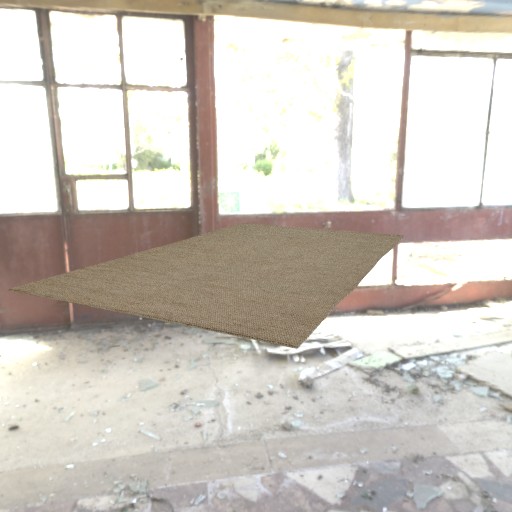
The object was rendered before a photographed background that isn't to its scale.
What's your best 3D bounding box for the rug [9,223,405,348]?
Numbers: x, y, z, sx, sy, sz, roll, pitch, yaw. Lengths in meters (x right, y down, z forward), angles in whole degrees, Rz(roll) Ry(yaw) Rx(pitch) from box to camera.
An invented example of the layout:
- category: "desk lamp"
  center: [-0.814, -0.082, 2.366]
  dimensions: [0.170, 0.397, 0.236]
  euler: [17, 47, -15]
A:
- category: "rug"
  center: [0.000, 0.000, 2.921]
  dimensions: [1.533, 0.011, 2.439]
  euler: [6, 14, 26]
